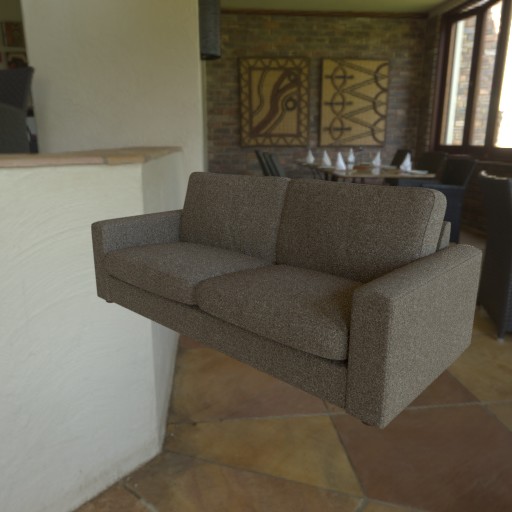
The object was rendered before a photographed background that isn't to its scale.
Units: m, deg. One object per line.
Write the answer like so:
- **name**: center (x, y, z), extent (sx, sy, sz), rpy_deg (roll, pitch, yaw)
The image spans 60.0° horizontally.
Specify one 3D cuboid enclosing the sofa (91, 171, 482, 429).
- **sofa**: center (0.000, 0.000, 2.612), extent (2.179, 0.873, 1.016), rpy_deg (13, 20, 41)
